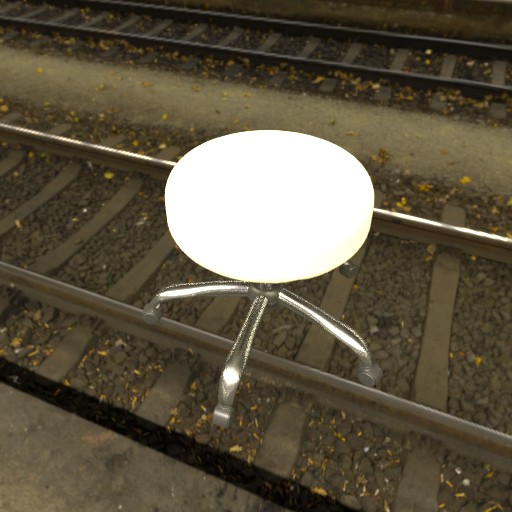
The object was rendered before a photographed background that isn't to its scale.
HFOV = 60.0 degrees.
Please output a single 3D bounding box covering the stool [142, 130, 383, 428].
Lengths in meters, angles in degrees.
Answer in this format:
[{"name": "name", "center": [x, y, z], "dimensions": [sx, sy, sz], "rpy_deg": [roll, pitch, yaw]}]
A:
[{"name": "stool", "center": [0.000, 0.000, 1.052], "dimensions": [0.614, 0.482, 0.634], "rpy_deg": [1, 43, 1]}]
